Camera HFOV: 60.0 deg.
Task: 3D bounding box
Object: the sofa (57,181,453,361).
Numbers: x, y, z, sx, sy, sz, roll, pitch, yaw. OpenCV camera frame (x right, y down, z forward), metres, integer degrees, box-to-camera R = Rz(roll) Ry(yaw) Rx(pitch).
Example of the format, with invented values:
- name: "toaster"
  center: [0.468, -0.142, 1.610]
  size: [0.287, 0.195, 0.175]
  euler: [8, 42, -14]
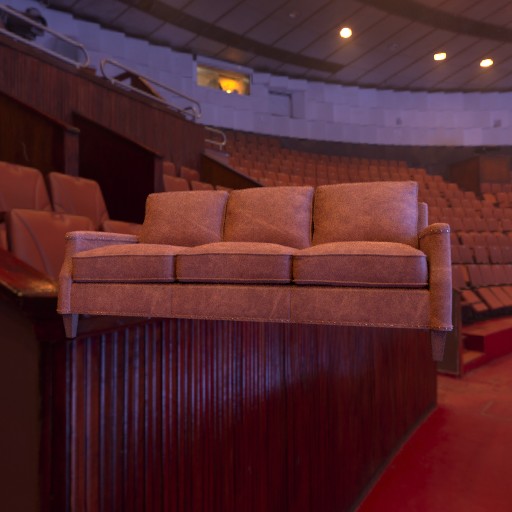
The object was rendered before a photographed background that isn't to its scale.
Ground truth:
- name: "sofa"
  center: [0.000, 0.000, 2.884]
  size: [2.246, 1.003, 1.084]
  euler: [0, 0, 17]
